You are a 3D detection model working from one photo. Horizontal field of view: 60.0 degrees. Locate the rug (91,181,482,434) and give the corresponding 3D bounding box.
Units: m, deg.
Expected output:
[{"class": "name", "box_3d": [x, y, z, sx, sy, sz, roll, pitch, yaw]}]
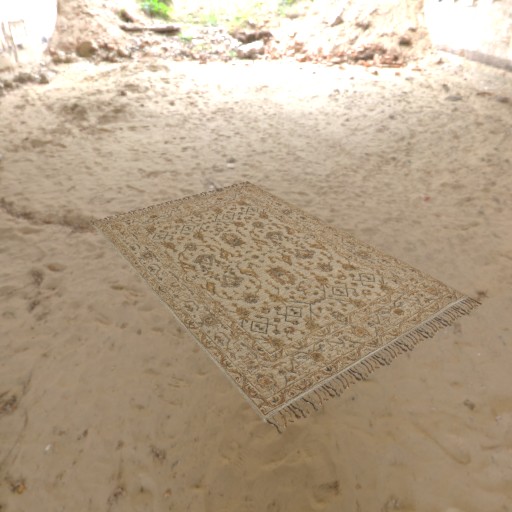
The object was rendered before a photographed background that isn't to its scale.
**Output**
[{"class": "rug", "box_3d": [0.000, 0.000, 3.043, 1.529, 0.027, 2.434, -20, 36, -30]}]
